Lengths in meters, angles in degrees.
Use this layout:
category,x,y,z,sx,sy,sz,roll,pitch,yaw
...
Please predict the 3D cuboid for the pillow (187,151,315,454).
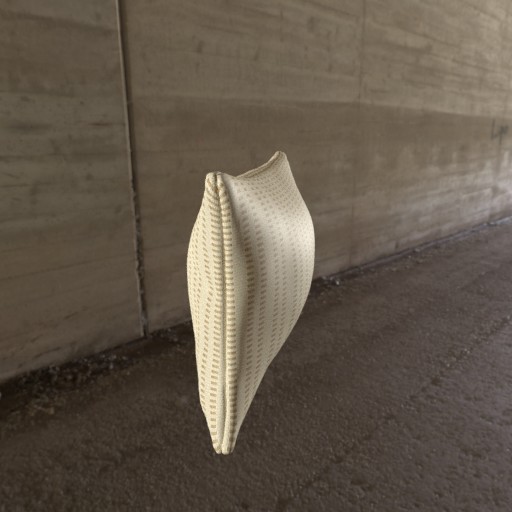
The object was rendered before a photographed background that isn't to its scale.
category,x,y,z,sx,sy,sz,roll,pitch,yaw
pillow,0.000,0.000,0.811,0.210,0.353,0.640,3,16,9
